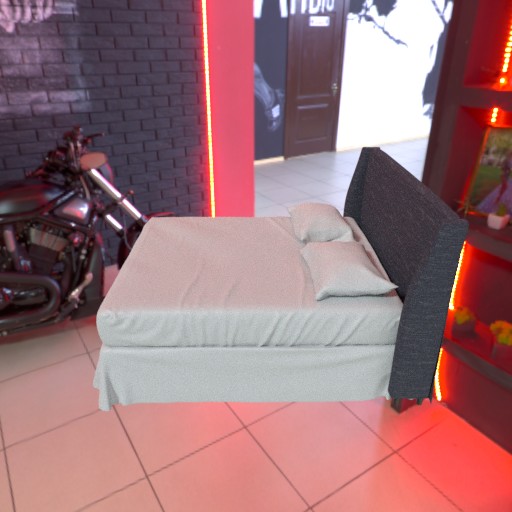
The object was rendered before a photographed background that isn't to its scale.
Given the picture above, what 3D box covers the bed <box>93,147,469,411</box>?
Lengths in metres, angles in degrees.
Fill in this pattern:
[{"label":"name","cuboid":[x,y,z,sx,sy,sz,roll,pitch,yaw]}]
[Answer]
[{"label":"bed","cuboid":[0.000,0.000,3.466,2.276,1.332,1.925,0,26,-1]}]
